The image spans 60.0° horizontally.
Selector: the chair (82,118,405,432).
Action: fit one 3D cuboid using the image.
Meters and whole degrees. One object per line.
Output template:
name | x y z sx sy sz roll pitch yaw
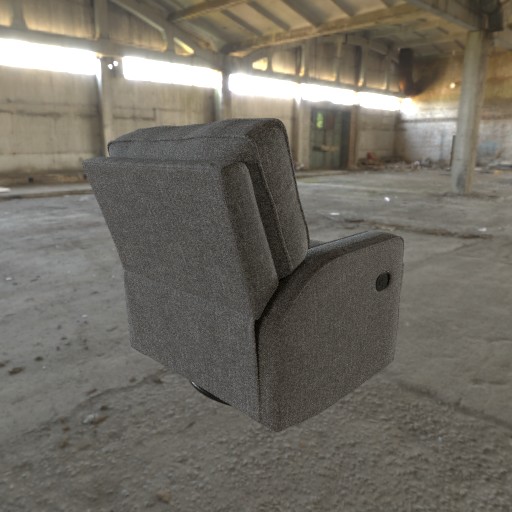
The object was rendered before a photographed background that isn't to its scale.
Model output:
chair | 0.000 0.000 1.685 0.861 0.962 0.964 13 19 43
